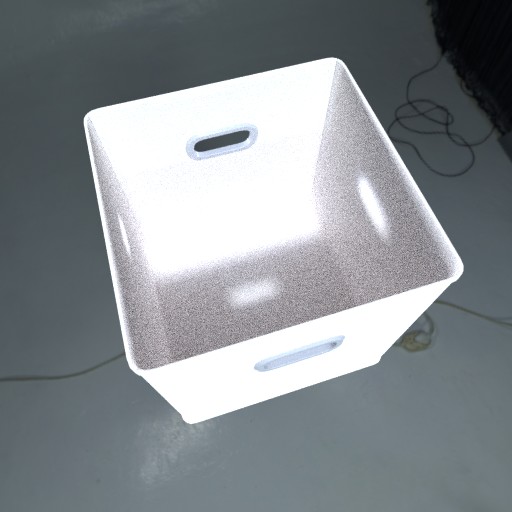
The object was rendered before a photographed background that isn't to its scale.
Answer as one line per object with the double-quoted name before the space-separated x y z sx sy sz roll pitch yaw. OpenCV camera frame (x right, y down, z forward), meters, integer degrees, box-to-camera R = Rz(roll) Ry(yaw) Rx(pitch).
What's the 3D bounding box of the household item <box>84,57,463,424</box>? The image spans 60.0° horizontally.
"household item" 0.000 0.000 0.571 0.305 0.305 0.305 -16 64 -8
